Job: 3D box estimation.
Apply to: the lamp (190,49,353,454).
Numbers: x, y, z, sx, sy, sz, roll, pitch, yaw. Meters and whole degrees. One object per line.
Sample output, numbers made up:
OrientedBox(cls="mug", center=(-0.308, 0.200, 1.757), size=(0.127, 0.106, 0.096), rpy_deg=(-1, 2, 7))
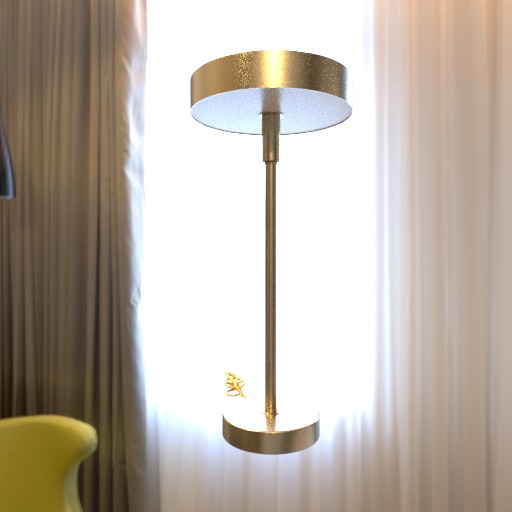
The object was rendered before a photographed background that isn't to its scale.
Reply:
OrientedBox(cls="lamp", center=(0.000, 0.000, 0.703), size=(0.229, 0.508, 0.369), rpy_deg=(0, 1, -18))
